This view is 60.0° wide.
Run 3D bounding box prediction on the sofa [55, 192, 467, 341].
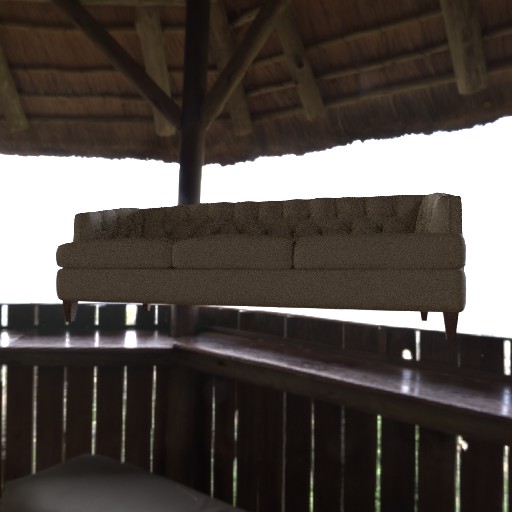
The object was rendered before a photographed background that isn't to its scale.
[{"bbox_3d":[0.000,0.000,2.685,2.235,0.788,0.913,0,-1,18],"label":"sofa"}]
